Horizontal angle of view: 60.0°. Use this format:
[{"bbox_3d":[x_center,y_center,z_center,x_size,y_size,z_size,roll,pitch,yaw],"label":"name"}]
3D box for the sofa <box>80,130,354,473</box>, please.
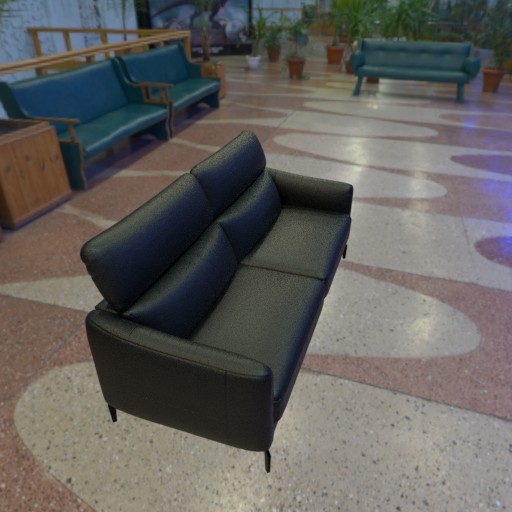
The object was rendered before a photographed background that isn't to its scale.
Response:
[{"bbox_3d":[0.000,0.000,2.574,0.856,0.957,2.069,10,32,17],"label":"sofa"}]
